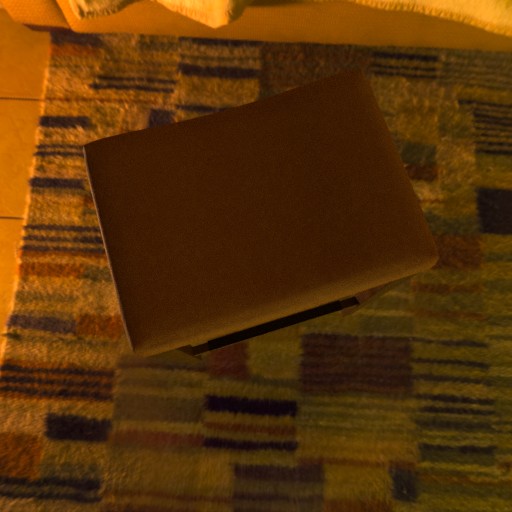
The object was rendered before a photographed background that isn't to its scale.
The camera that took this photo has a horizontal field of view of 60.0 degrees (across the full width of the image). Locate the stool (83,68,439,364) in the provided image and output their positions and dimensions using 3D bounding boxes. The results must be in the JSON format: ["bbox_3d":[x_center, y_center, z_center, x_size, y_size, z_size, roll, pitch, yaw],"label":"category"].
[{"bbox_3d":[0.000,0.000,1.019,0.500,0.759,0.361,-17,78,-4],"label":"stool"}]
